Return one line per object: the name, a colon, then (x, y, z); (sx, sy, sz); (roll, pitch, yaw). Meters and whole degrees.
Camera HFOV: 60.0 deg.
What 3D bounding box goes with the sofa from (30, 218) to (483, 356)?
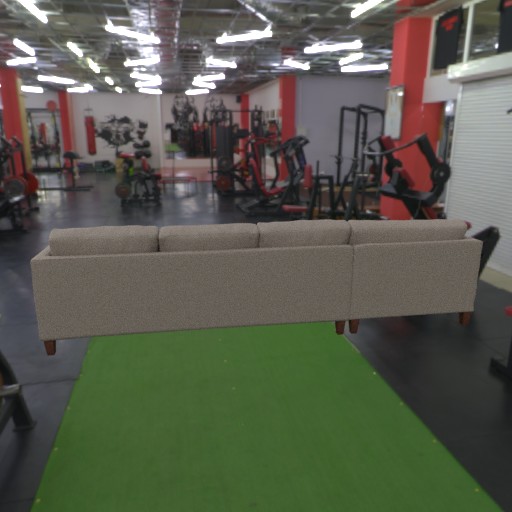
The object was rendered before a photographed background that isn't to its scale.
sofa: (0.000, 0.000, 3.879); (3.186, 0.846, 1.625); (-2, 16, -9)
